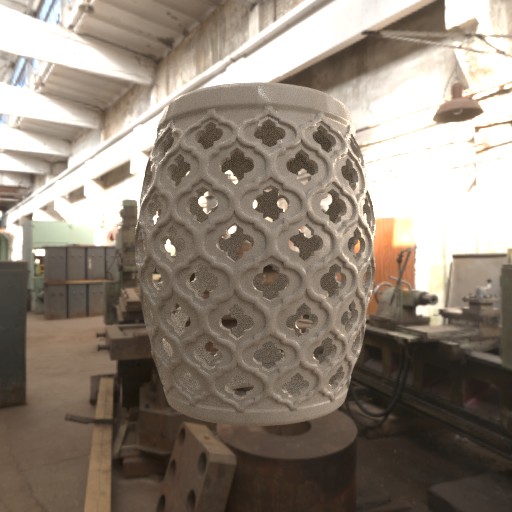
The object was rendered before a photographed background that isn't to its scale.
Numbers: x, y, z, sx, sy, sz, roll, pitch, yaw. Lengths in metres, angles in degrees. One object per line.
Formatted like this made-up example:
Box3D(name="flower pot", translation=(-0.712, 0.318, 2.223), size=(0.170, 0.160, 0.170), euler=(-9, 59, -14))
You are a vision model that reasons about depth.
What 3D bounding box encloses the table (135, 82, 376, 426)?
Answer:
Box3D(name="table", translation=(0.000, 0.000, 0.619), size=(0.325, 0.388, 0.325), euler=(0, -1, 0))
